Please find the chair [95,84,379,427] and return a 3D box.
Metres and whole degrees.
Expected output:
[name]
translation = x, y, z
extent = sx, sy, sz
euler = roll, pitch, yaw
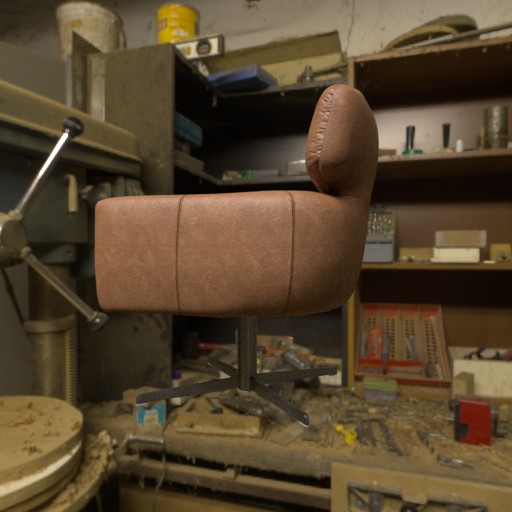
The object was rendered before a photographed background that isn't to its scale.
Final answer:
[chair]
translation = 0.000, 0.000, 1.346
extent = 0.715, 0.812, 0.706
euler = 0, 1, 18
